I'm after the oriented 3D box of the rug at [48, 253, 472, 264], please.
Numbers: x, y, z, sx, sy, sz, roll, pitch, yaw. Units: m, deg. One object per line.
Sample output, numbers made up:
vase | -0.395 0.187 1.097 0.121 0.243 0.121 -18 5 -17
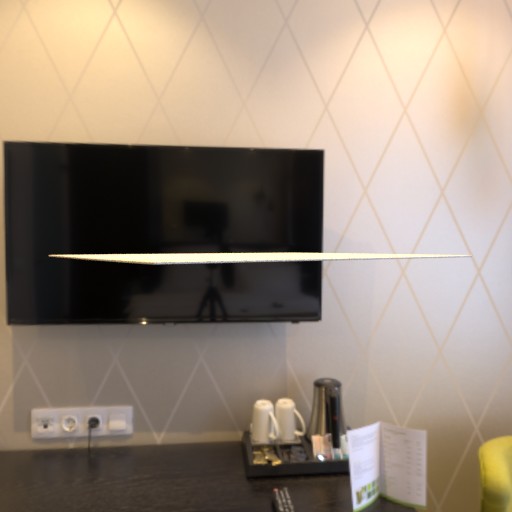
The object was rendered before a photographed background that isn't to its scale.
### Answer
rug | 0.000 0.000 4.072 3.061 0.014 2.447 -1 1 -36
